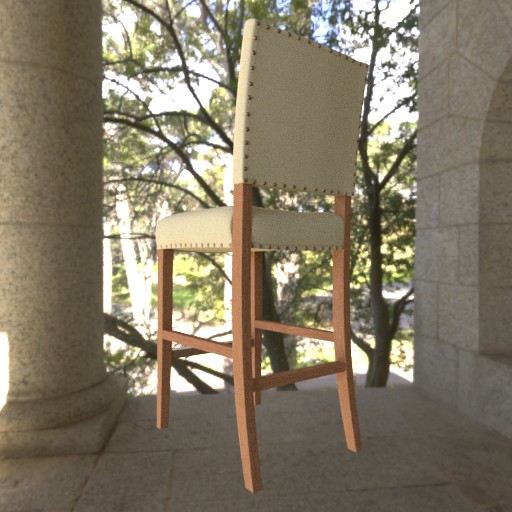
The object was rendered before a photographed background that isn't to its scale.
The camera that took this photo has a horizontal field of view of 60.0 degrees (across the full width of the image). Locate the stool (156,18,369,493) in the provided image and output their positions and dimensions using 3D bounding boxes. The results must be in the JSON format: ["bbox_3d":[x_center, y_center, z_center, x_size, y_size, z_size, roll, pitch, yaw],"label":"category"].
[{"bbox_3d":[0.000,0.000,1.423,0.445,1.168,0.584,0,0,-37],"label":"stool"}]
